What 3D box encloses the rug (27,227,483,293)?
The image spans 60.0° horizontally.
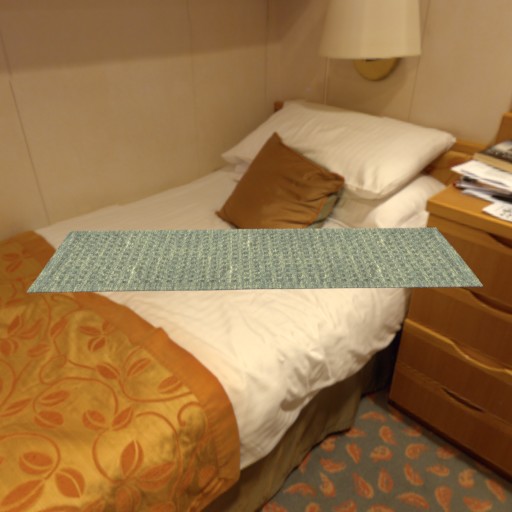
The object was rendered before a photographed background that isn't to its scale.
[{"bbox_3d":[0.000,0.000,2.659,2.443,0.008,0.688,-1,31,-1],"label":"rug"}]
